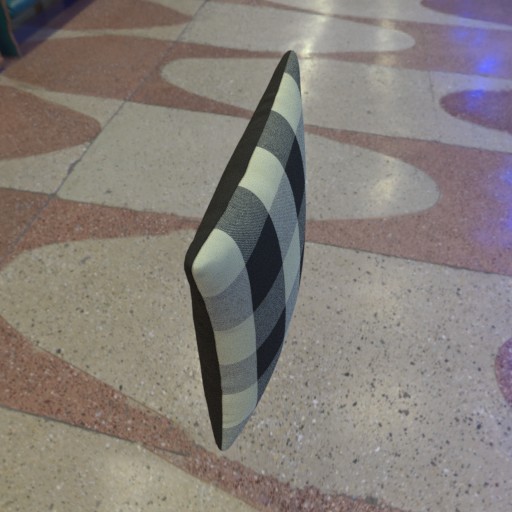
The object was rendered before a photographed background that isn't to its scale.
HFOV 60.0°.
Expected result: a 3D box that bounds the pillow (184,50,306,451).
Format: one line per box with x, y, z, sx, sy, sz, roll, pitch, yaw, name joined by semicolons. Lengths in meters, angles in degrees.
0.000;0.000;0.778;0.161;0.509;0.511;10;48;9;pillow
